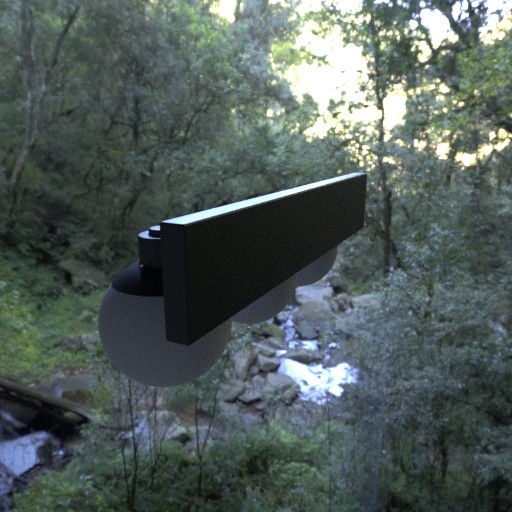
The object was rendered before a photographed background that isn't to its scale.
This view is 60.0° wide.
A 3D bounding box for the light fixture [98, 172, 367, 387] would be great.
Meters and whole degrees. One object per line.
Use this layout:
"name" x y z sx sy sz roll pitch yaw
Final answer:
"light fixture" 0.000 0.000 0.826 0.218 0.263 0.721 8 17 27
